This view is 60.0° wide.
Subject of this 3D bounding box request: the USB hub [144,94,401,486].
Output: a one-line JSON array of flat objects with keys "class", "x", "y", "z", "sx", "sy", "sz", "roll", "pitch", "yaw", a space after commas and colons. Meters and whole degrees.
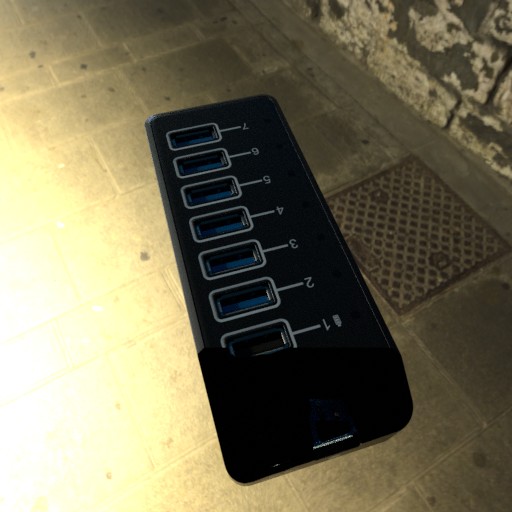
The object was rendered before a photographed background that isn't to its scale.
[{"class": "USB hub", "x": 0.000, "y": 0.000, "z": 0.127, "sx": 0.044, "sy": 0.023, "sz": 0.110, "roll": -14, "pitch": 59, "yaw": -9}]
